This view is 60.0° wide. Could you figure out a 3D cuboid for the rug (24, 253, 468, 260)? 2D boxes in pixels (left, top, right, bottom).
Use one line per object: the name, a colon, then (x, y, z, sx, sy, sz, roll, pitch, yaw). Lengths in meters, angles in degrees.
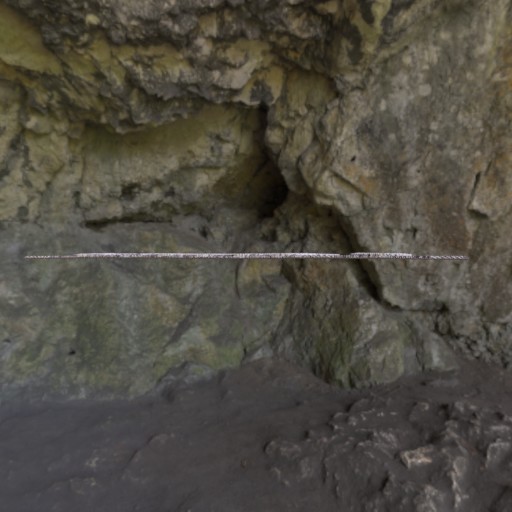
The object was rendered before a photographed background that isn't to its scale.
rug: (0.000, 0.000, 2.920, 2.333, 0.033, 1.513, 0, 0, 17)
